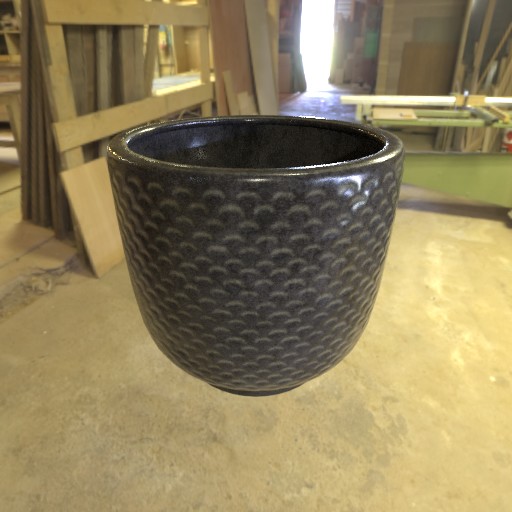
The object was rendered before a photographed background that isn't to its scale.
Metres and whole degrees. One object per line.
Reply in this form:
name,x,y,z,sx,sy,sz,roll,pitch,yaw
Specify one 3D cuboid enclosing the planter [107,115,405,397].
planter,0.000,0.000,0.242,0.140,0.129,0.140,0,26,0
